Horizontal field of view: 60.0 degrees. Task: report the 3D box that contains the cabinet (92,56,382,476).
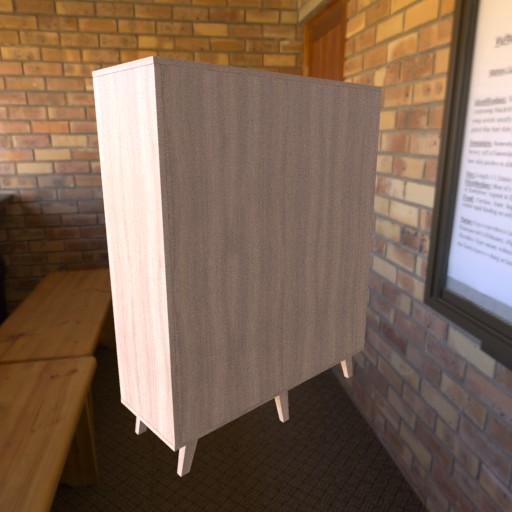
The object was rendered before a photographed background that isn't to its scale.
[{"bbox_3d":[0.000,0.000,1.868,1.111,1.388,0.398,-13,20,-41],"label":"cabinet"}]
